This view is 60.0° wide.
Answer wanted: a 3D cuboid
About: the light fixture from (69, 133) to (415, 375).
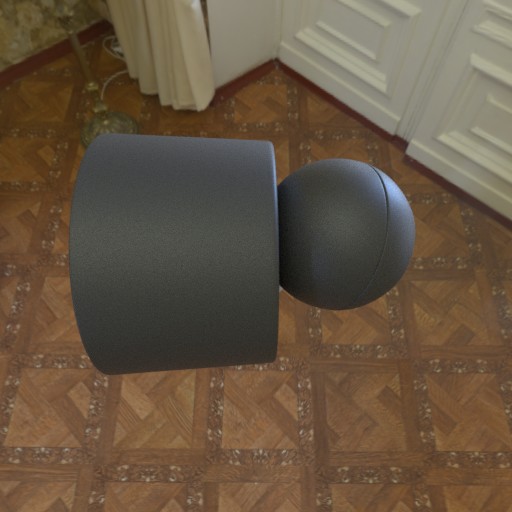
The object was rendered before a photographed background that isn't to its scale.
[{"bbox_3d":[0.000,0.000,0.259,0.160,0.143,0.134,-1,63,0],"label":"light fixture"}]
